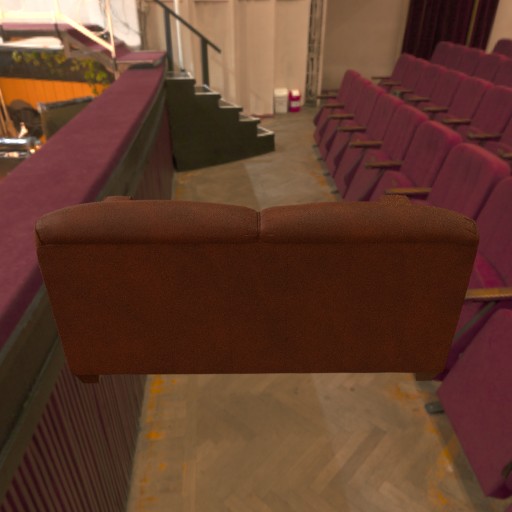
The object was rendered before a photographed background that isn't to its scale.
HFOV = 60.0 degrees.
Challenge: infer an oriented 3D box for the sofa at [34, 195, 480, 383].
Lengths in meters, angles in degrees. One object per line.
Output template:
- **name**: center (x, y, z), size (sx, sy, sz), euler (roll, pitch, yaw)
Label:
- **sofa**: center (0.000, 0.000, 2.391), size (1.856, 0.966, 1.000), euler (0, 30, 0)
